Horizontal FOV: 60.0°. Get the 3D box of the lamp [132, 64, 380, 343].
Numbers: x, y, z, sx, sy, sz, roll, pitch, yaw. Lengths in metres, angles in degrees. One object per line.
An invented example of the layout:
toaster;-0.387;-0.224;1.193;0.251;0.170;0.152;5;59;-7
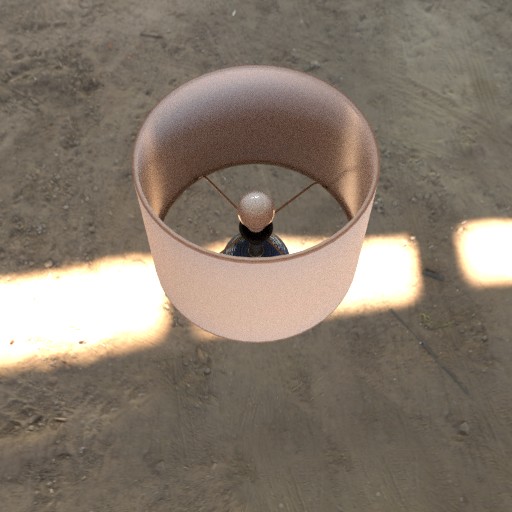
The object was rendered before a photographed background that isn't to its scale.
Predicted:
lamp;0.000;0.000;0.845;0.367;0.609;0.367;0;63;0
